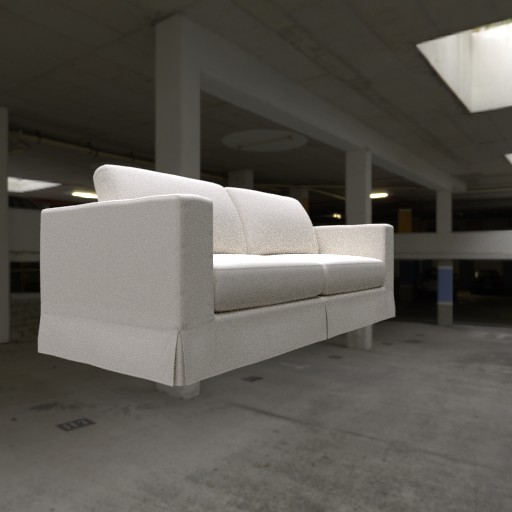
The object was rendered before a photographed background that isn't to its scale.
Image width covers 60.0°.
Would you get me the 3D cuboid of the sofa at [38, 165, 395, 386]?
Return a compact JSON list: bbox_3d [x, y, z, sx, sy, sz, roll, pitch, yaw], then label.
[{"bbox_3d":[0.000,0.000,2.640,0.954,0.881,2.163,0,0,36],"label":"sofa"}]
